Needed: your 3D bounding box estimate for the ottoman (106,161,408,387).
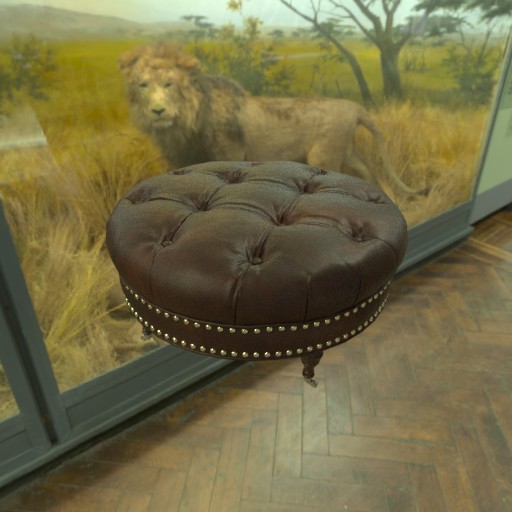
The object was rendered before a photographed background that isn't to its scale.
[{"bbox_3d":[0.000,0.000,1.432,0.901,0.455,0.901,0,30,0],"label":"ottoman"}]
